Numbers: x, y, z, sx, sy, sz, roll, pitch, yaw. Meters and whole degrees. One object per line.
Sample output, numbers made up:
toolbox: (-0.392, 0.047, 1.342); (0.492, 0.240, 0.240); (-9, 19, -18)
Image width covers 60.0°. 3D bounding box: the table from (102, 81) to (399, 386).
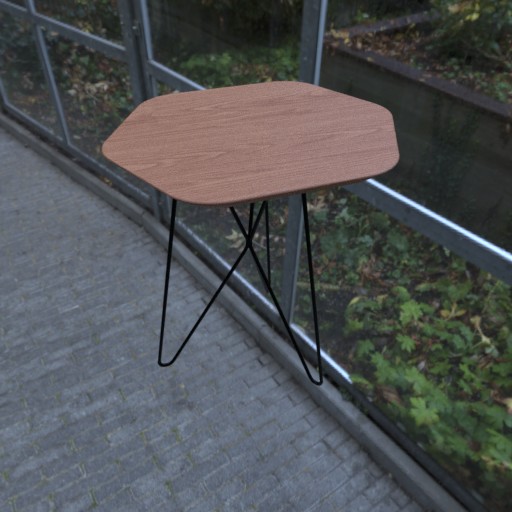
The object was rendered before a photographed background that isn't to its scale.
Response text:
table: (0.000, 0.000, 0.921); (0.500, 0.562, 0.400); (-12, 42, -14)
